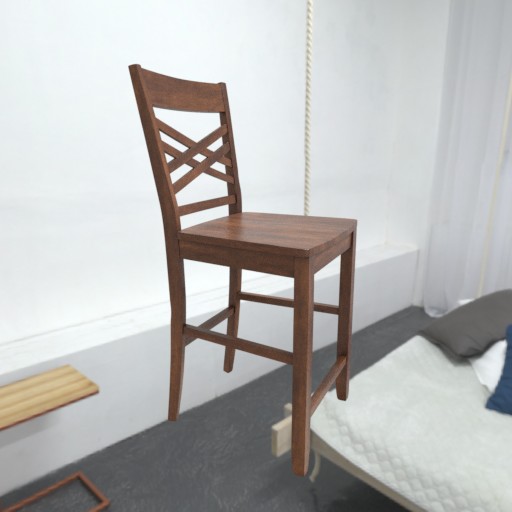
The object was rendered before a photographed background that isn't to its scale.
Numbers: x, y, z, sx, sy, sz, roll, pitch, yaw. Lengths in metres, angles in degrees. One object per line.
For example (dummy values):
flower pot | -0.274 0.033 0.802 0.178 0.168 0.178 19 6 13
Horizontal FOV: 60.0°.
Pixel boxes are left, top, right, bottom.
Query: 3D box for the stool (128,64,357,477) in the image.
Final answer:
stool | 0.000 0.000 1.373 0.539 1.079 0.462 7 16 26
